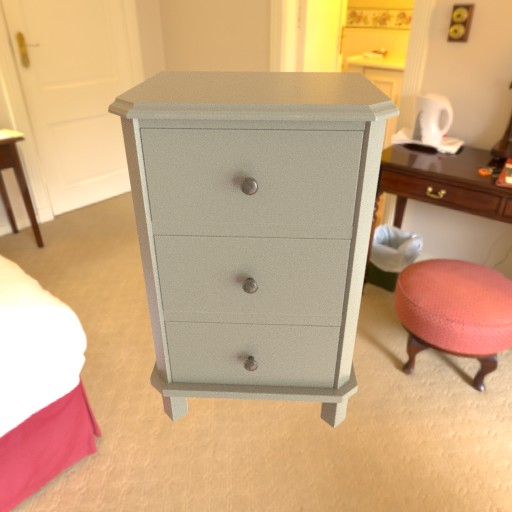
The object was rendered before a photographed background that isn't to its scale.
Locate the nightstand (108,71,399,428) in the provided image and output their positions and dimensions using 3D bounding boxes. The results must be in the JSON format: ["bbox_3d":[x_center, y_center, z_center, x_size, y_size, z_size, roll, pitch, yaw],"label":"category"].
[{"bbox_3d":[0.000,0.000,0.935,0.435,0.680,0.348,1,30,2],"label":"nightstand"}]
